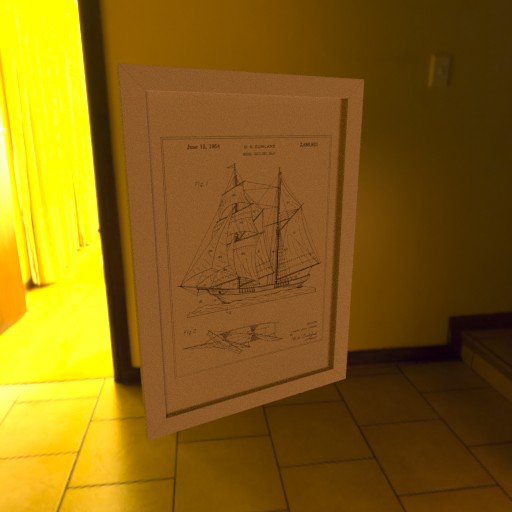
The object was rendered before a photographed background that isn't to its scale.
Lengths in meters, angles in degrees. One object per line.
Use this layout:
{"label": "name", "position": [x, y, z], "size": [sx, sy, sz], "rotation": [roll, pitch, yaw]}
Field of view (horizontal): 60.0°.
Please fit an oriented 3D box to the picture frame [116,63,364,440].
{"label": "picture frame", "position": [0.000, 0.000, 0.597], "size": [0.326, 0.459, 0.011], "rotation": [-8, 18, -26]}
